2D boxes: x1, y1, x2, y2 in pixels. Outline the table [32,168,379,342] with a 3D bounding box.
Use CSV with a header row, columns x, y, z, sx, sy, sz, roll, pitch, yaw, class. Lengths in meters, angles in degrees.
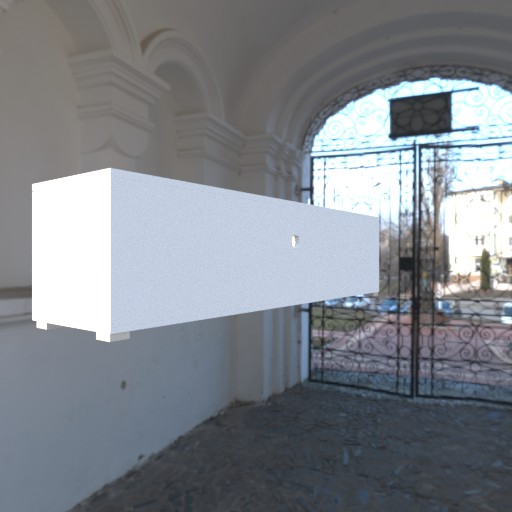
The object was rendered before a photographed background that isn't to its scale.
x,y,z,sx,sy,sz,roll,pitch,yaw,class
0.000,0.000,1.837,0.390,0.420,1.650,0,0,38,table
